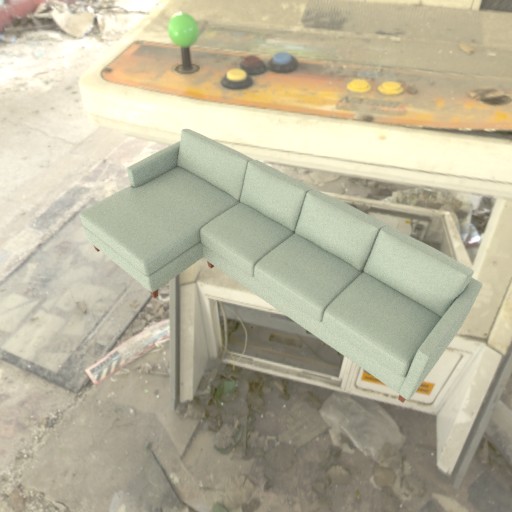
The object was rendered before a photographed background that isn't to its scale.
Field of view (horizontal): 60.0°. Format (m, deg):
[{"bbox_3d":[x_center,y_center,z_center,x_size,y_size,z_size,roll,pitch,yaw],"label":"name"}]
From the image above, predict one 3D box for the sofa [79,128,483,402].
[{"bbox_3d":[0.000,0.000,4.095,3.470,0.953,1.600,33,53,29],"label":"sofa"}]
